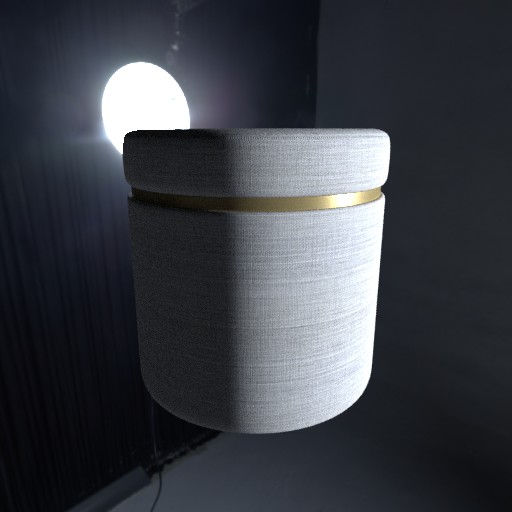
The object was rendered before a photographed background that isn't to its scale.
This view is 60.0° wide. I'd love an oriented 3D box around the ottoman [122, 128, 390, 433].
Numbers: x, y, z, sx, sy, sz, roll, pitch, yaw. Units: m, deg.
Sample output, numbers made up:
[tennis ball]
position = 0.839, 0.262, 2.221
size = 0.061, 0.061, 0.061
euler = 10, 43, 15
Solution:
[ottoman]
position = 0.000, 0.000, 0.736
size = 0.400, 0.406, 0.400
euler = 0, 16, 0
